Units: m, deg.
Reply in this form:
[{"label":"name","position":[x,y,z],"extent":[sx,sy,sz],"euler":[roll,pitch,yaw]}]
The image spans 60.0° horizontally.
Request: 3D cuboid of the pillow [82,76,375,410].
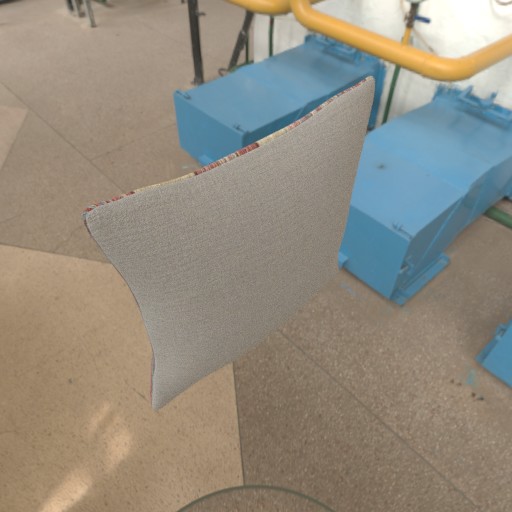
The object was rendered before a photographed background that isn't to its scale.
[{"label":"pillow","position":[0.000,0.000,0.656],"extent":[0.437,0.419,0.136],"euler":[-33,55,-27]}]
